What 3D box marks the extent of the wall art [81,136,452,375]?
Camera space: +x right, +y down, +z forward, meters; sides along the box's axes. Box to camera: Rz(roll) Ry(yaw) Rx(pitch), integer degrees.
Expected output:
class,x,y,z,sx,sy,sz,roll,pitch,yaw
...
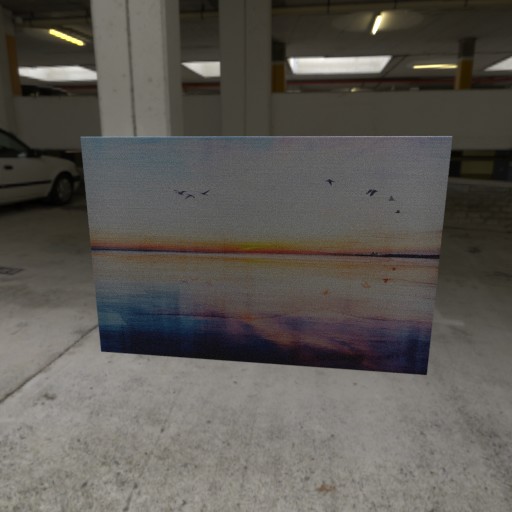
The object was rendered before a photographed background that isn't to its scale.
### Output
class,x,y,z,sx,sy,sz,roll,pitch,yaw
wall art,0.000,0.000,0.773,0.604,0.402,0.018,2,15,8
